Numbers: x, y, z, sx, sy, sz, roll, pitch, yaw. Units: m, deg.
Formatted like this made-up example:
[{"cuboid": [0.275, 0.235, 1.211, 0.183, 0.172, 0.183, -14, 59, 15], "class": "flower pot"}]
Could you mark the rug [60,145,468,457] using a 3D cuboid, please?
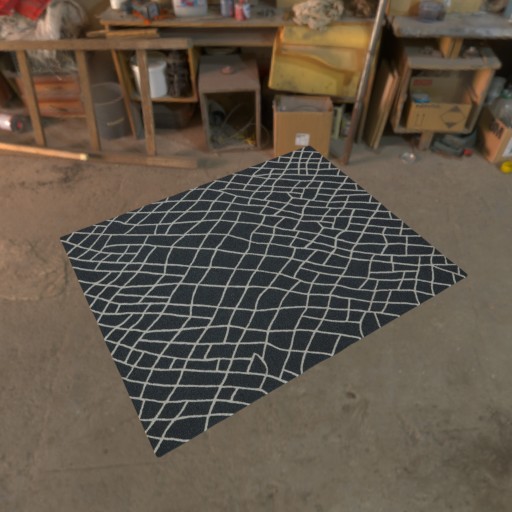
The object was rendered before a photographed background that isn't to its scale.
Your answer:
[{"cuboid": [0.000, 0.000, 4.193, 3.047, 0.022, 2.439, -24, 52, -21], "class": "rug"}]
